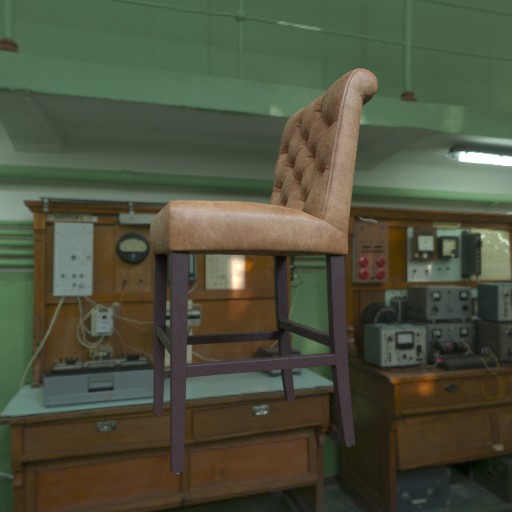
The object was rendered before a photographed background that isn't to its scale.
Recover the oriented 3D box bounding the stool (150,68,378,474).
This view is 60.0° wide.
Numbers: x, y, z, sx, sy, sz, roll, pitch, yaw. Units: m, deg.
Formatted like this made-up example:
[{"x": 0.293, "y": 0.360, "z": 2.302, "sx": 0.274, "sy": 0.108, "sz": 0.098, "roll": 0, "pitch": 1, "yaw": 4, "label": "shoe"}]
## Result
[{"x": 0.000, "y": 0.000, "z": 1.361, "sx": 0.601, "sy": 1.047, "sz": 0.493, "roll": 0, "pitch": -1, "yaw": -18, "label": "stool"}]
